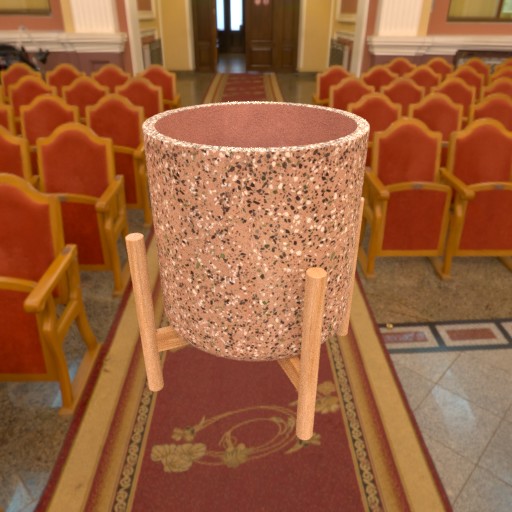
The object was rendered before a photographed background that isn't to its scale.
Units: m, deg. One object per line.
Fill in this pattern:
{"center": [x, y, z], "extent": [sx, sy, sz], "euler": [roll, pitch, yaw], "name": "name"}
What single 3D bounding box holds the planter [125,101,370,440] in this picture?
{"center": [0.000, 0.000, 0.704], "extent": [0.360, 0.419, 0.360], "euler": [0, 29, -1], "name": "planter"}
